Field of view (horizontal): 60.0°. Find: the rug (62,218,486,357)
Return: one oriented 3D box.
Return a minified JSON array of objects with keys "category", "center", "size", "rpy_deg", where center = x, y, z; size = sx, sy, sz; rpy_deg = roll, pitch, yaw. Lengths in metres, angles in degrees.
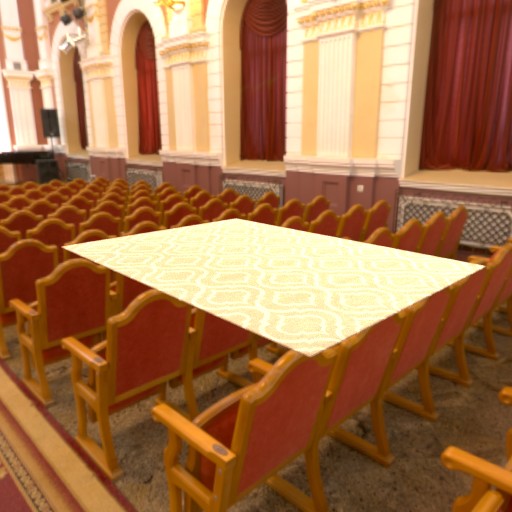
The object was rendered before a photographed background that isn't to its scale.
[{"category":"rug","center":[0.000,0.000,4.278],"size":[2.438,0.010,3.353],"rpy_deg":[-14,20,-42]}]
